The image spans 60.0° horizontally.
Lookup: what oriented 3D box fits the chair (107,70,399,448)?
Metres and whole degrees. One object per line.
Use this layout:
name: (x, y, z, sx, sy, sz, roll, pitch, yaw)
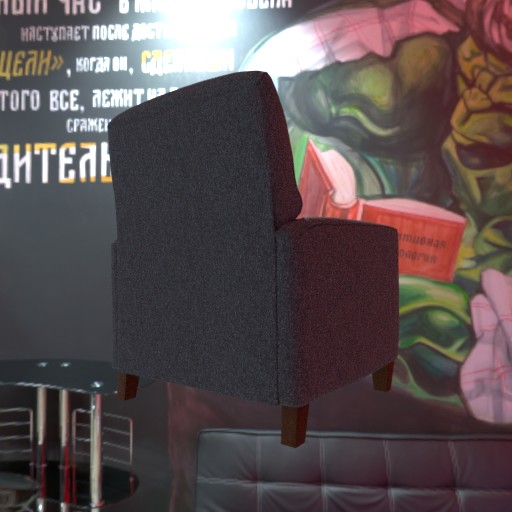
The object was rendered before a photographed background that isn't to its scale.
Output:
chair: (0.000, 0.000, 1.635, 0.839, 1.016, 0.850, -1, -2, 36)
